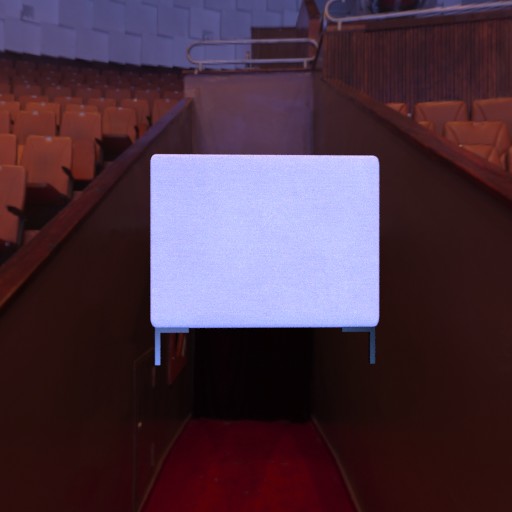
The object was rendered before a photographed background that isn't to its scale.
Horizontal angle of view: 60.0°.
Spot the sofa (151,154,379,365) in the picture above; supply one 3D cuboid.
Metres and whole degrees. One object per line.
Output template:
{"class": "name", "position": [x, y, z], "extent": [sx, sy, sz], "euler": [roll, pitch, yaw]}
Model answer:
{"class": "sofa", "position": [0.000, 0.000, 2.294], "extent": [0.686, 0.635, 1.981], "euler": [0, 0, -2]}
